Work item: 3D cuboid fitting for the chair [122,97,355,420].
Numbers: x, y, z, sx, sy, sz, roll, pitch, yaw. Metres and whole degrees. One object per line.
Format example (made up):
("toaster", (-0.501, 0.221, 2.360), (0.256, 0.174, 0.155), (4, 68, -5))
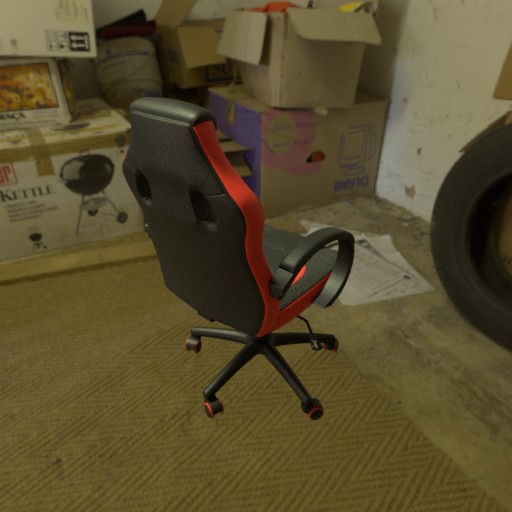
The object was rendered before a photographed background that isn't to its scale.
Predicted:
("chair", (0.000, 0.000, 1.389), (0.600, 1.016, 0.642), (23, 37, 34))
